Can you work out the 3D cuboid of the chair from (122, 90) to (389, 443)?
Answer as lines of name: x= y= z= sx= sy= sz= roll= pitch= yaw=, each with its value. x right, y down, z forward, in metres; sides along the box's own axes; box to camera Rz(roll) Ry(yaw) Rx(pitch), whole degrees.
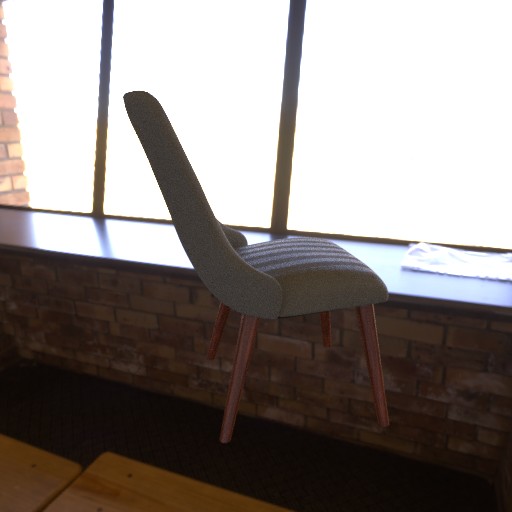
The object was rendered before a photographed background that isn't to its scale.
chair: x=0.000 y=0.000 z=1.345 sx=0.707 sy=0.918 sz=0.535 roll=-3 pitch=16 yaw=-9
